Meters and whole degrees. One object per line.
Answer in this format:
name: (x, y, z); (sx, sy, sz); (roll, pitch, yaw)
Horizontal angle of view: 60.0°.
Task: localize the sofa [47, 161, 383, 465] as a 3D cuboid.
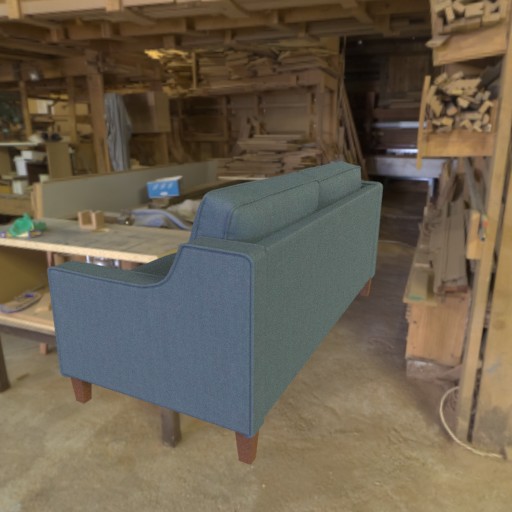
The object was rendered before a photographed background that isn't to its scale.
sofa: (0.000, 0.000, 2.739); (1.066, 1.071, 2.178); (8, 18, 25)
